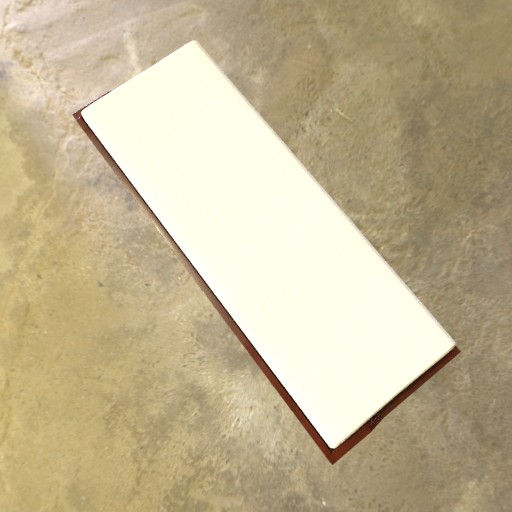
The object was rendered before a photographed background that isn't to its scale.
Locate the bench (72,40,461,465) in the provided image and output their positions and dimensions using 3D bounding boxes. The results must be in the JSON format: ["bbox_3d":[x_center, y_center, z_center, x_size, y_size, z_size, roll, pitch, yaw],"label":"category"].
[{"bbox_3d":[0.000,0.000,1.285,0.369,0.646,0.987,-37,79,-9],"label":"bench"}]
